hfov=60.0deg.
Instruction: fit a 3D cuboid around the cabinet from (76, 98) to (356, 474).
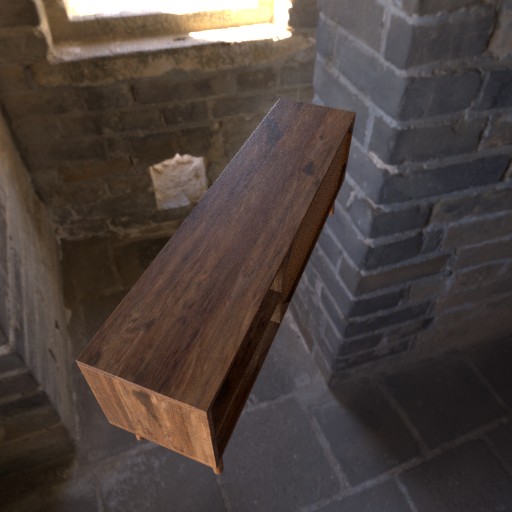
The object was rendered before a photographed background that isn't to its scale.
[{"bbox_3d":[0.000,0.000,1.672,0.349,0.528,1.448,16,48,15],"label":"cabinet"}]
